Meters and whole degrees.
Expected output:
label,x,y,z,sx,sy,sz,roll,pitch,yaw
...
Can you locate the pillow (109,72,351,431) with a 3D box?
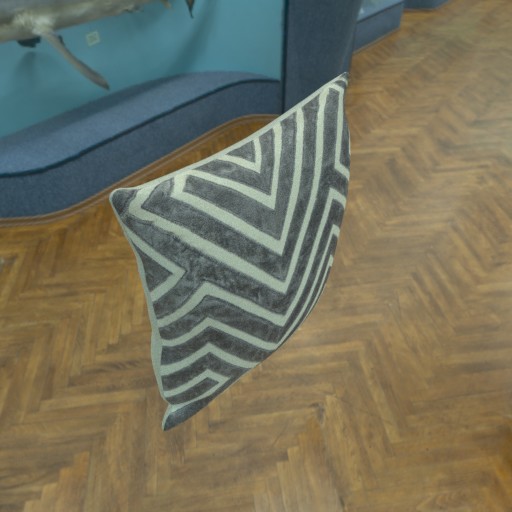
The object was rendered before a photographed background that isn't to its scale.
label,x,y,z,sx,sy,sz,roll,pitch,yaw
pillow,0.000,0.000,0.669,0.182,0.441,0.440,28,49,28
